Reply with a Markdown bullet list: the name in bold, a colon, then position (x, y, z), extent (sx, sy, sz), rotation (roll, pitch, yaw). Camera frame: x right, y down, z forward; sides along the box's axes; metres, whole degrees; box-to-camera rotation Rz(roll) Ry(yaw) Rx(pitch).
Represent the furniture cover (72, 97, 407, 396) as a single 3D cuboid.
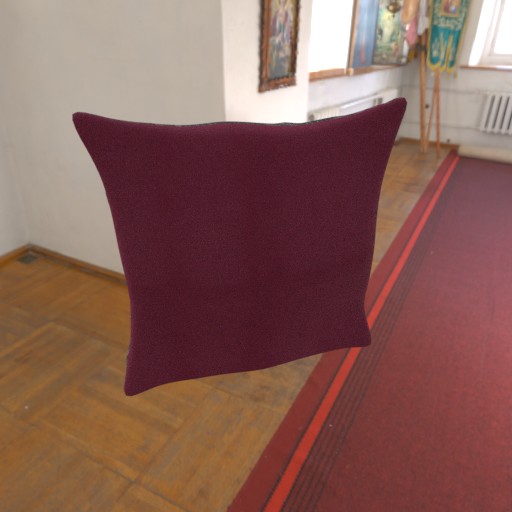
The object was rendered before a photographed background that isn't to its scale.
- **furniture cover**: position (0.000, 0.000, 0.776), extent (0.514, 0.513, 0.163), rotation (-8, 29, -15)
